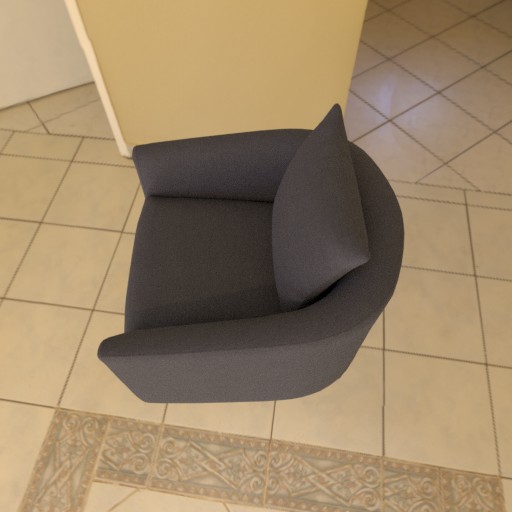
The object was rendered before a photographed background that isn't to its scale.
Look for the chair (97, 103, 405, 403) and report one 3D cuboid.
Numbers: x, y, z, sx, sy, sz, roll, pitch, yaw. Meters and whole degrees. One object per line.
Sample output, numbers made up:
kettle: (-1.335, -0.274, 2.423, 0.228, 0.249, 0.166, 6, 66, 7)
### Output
chair: (0.000, 0.000, 1.571, 0.910, 0.848, 0.845, -1, 58, -1)
